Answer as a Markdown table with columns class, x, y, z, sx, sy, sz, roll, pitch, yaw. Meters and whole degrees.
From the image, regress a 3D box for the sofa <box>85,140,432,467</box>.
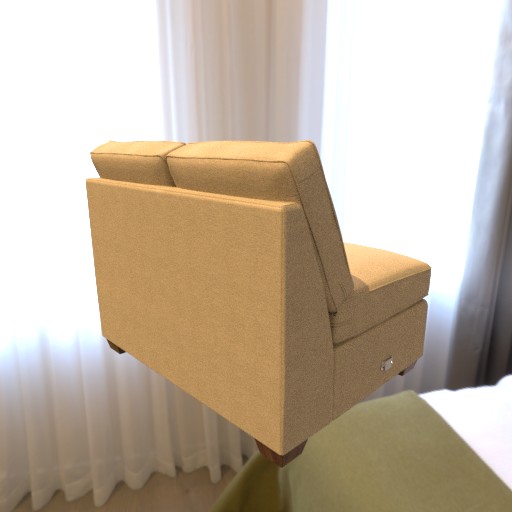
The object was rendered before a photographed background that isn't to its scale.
| class | x | y | z | sx | sy | sz | roll | pitch | yaw |
| --- | --- | --- | --- | --- | --- | --- | --- | --- | --- |
| sofa | 0.000 | 0.000 | 1.984 | 0.978 | 1.006 | 1.232 | -14 | 20 | -42 |
